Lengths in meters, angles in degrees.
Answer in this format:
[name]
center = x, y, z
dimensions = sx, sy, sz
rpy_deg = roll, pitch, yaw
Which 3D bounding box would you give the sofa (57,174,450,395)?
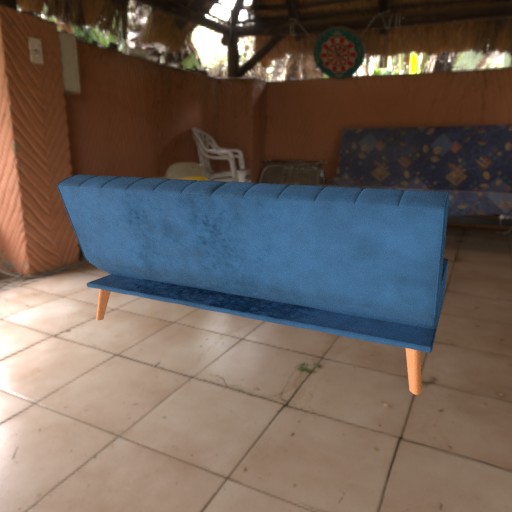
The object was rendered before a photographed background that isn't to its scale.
[sofa]
center = 0.000, 0.000, 2.297
dimensions = 1.804, 0.813, 0.855
rpy_deg = 7, 16, 25
